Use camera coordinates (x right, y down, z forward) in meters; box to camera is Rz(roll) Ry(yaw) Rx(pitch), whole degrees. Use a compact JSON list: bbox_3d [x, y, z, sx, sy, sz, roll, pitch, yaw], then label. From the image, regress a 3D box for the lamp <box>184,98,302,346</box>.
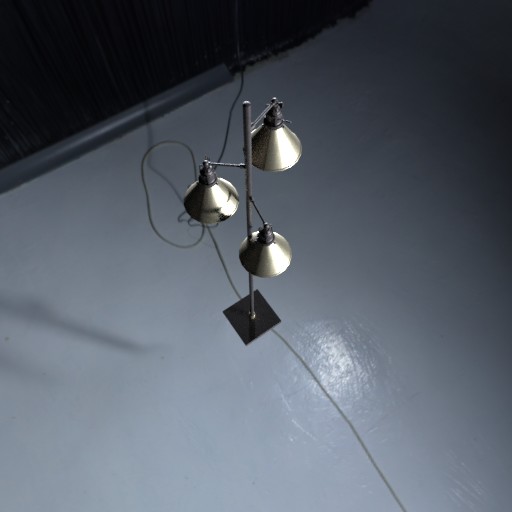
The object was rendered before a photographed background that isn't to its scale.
[{"bbox_3d":[0.000,0.000,1.911,0.428,1.716,0.415,-32,68,-15],"label":"lamp"}]
